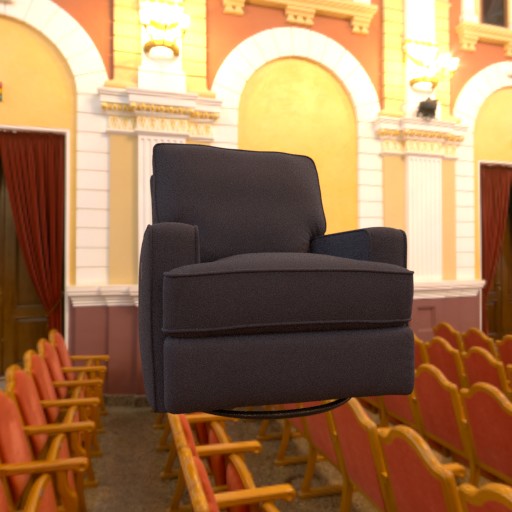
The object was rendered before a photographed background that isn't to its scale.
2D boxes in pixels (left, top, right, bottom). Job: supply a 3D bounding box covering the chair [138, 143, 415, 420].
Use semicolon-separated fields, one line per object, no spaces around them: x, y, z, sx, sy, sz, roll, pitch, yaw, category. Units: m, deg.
0.000;0.000;1.689;0.861;0.962;0.964;0;0;-16;chair
